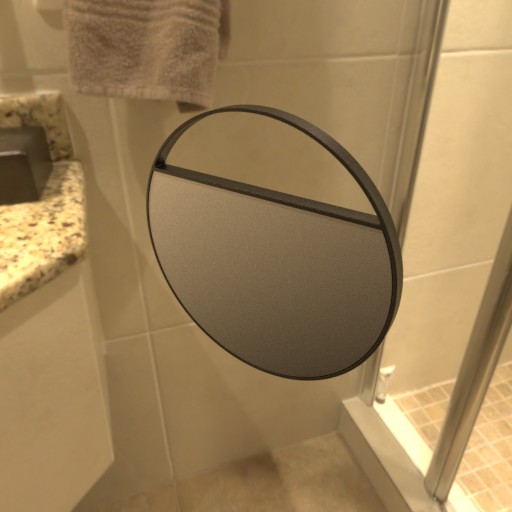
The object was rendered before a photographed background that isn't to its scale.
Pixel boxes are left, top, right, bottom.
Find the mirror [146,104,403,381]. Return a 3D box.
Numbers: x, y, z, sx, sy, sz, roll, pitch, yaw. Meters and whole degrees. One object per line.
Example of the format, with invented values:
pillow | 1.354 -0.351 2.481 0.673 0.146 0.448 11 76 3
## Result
mirror | 0.000 0.000 0.869 0.565 0.565 0.032 19 35 29
